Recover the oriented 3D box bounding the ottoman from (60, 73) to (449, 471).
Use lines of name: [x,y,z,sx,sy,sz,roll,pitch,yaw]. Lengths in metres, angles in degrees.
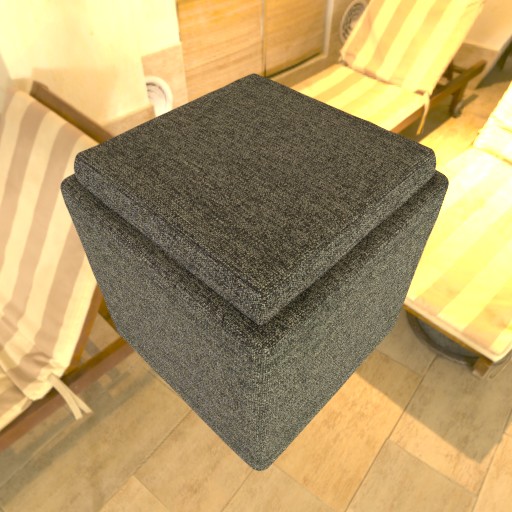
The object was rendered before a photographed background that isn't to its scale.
ottoman: [0.000,0.000,0.814,0.450,0.463,0.450,35,56,28]
